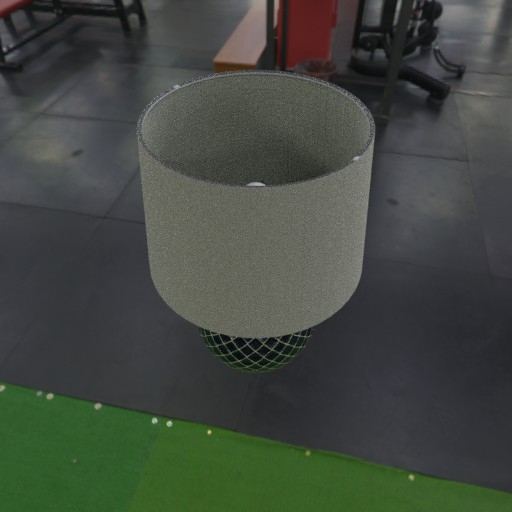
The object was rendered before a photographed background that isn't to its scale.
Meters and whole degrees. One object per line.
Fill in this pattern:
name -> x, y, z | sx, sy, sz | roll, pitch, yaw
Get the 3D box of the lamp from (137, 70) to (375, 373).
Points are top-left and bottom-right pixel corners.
lamp -> 0.000, 0.000, 0.804 | 0.376, 0.540, 0.376 | 0, 45, 0
